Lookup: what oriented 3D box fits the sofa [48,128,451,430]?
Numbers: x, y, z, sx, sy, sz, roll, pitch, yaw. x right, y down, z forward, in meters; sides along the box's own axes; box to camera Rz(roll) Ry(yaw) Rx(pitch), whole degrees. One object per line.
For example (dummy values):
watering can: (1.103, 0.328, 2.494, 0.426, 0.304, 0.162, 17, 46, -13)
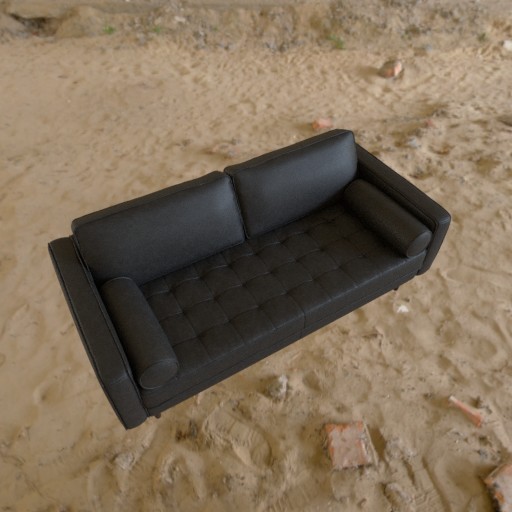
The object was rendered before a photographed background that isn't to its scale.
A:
sofa: (0.000, 0.000, 2.349, 1.879, 0.770, 0.921, -24, 51, -20)
